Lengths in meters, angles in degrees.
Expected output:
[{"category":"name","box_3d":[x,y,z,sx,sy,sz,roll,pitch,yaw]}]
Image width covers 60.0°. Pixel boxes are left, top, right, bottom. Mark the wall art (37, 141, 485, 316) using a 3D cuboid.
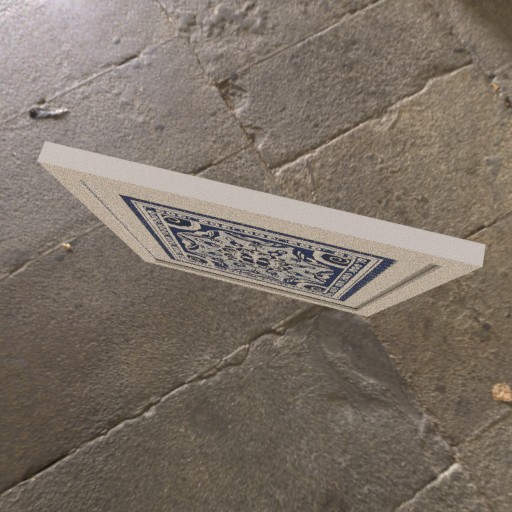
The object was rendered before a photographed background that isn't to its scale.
[{"category":"wall art","box_3d":[0.000,0.000,0.814,0.559,0.559,0.028,14,77,3]}]
